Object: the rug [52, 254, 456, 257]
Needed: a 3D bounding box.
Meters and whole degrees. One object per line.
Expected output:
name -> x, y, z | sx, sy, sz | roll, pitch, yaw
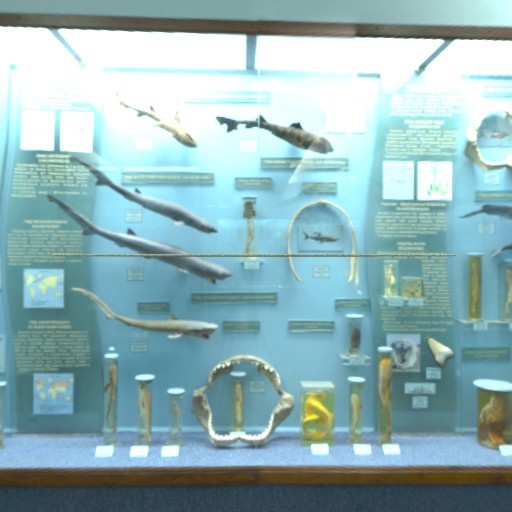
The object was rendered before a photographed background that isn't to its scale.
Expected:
rug -> 0.000, 0.000, 2.121 | 1.143, 0.006, 1.747 | 0, 0, 0
